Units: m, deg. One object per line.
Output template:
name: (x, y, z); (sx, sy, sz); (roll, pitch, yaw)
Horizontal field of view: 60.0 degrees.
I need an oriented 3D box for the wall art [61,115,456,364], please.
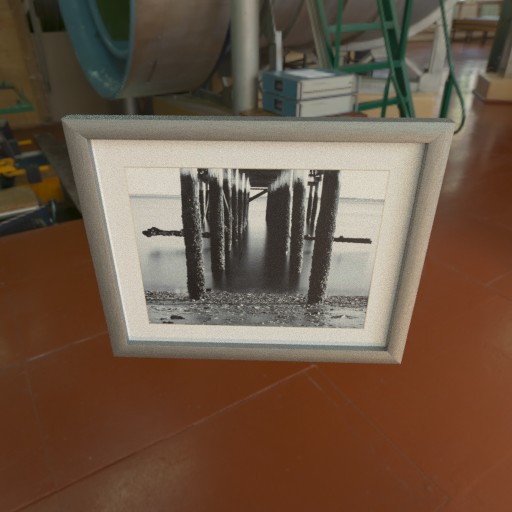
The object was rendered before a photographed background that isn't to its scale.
wall art: (0.000, 0.000, 0.750); (0.556, 0.457, 0.028); (1, 31, 2)
